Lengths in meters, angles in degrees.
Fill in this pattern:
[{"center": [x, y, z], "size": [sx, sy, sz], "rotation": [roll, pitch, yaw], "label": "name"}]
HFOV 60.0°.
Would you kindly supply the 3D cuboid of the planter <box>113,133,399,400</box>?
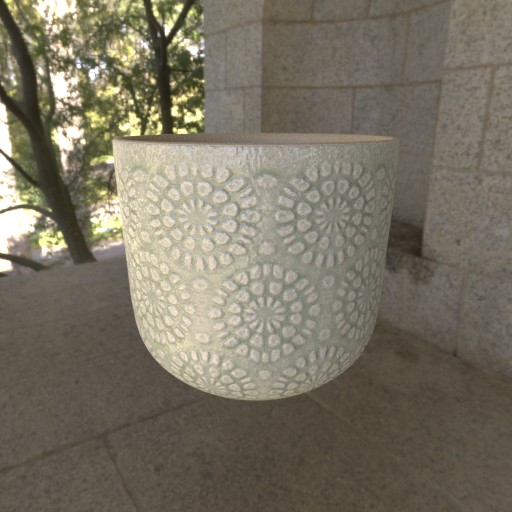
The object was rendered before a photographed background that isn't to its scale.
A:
[{"center": [0.000, 0.000, 0.295], "size": [0.169, 0.153, 0.169], "rotation": [0, 17, 0], "label": "planter"}]
